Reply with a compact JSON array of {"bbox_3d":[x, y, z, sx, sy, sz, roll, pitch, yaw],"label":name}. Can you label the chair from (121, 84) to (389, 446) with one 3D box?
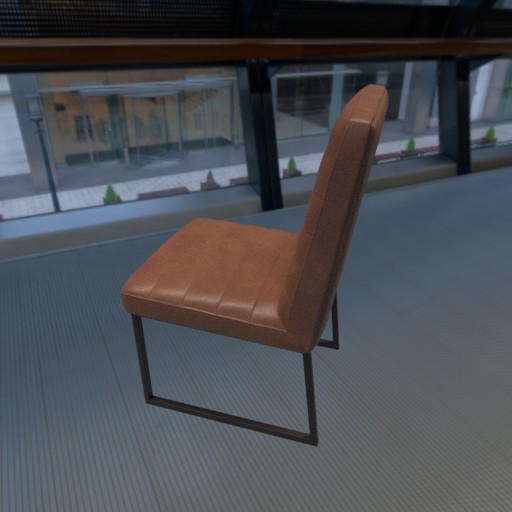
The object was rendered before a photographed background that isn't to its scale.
[{"bbox_3d":[0.000,0.000,1.317,0.634,0.930,0.520,8,29,15],"label":"chair"}]
